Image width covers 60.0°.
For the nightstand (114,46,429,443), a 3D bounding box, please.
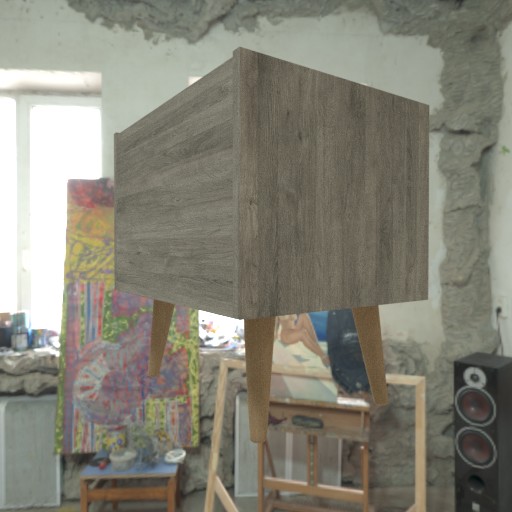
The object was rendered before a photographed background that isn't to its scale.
[{"bbox_3d":[0.000,0.000,0.828,0.380,0.500,0.480,-1,1,-35],"label":"nightstand"}]
